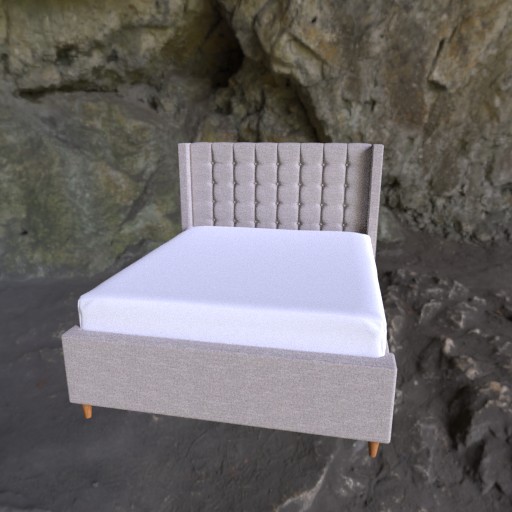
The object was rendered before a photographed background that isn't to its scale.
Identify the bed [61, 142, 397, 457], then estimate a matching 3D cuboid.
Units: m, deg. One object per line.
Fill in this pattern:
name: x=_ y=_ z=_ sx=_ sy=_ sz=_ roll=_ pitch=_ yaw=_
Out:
bed: x=0.000 y=0.000 z=3.642 sx=2.044 sy=1.748 sz=2.372 roll=3 pitch=16 yaw=11
